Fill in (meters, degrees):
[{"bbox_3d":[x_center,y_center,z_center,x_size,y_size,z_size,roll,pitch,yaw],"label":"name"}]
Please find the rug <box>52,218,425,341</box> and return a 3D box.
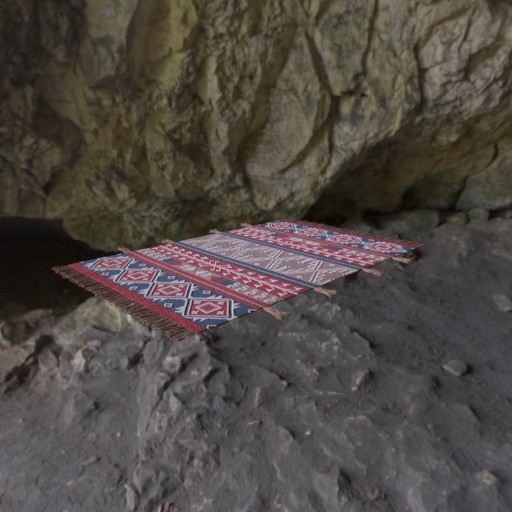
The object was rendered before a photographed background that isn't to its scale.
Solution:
[{"bbox_3d":[0.000,0.000,2.727,2.025,0.040,1.469,-15,22,-42],"label":"rug"}]
